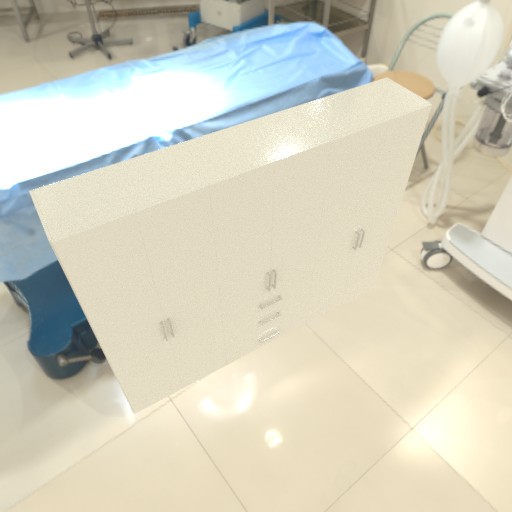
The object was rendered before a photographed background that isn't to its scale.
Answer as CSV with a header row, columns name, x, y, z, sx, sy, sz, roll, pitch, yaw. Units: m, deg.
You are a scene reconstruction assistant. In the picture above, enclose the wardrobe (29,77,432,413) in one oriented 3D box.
name,x,y,z,sx,sy,sz,roll,pitch,yaw
wardrobe,0.000,0.000,4.024,3.000,2.360,0.580,-24,52,-20
